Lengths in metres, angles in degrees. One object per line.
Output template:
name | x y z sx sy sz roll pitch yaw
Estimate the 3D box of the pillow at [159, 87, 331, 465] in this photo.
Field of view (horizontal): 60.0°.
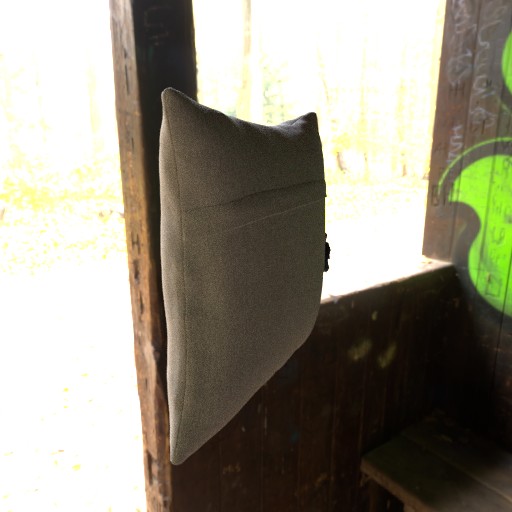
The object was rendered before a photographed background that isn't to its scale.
pillow | 0.000 0.000 0.668 0.173 0.436 0.433 7 16 25
